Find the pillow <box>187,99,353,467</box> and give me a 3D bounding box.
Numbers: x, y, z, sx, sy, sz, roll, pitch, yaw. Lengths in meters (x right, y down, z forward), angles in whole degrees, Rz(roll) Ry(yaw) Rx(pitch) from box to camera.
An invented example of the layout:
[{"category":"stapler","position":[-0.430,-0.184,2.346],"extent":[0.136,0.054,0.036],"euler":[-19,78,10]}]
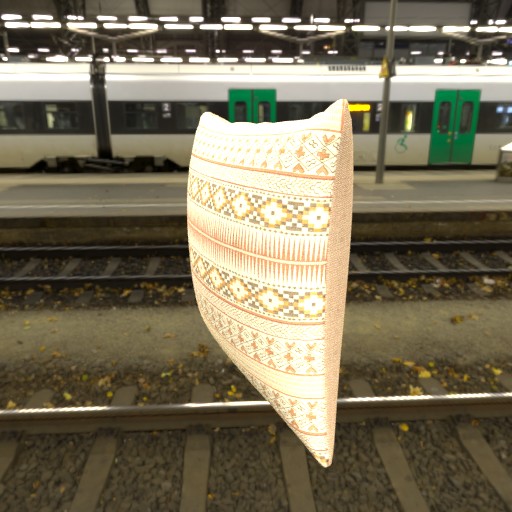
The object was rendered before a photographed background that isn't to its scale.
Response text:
[{"category":"pillow","position":[0.000,0.000,0.807],"extent":[0.215,0.519,0.521],"euler":[-8,18,-23]}]
